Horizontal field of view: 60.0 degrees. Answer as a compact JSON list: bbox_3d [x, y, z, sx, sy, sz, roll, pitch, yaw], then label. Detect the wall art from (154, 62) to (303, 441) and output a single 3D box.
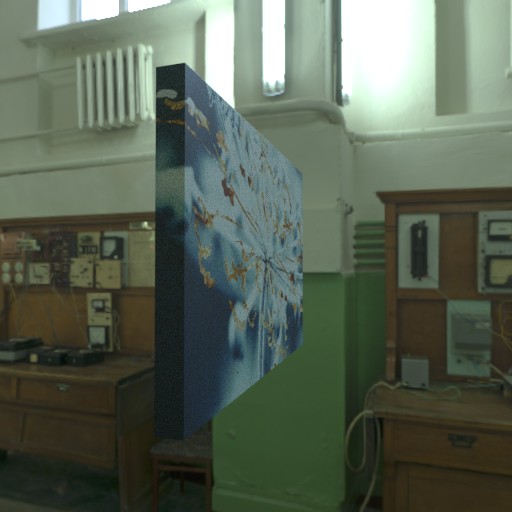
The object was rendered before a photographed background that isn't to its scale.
[{"bbox_3d":[0.000,0.000,0.769,0.036,0.405,0.607,0,-1,18],"label":"wall art"}]
